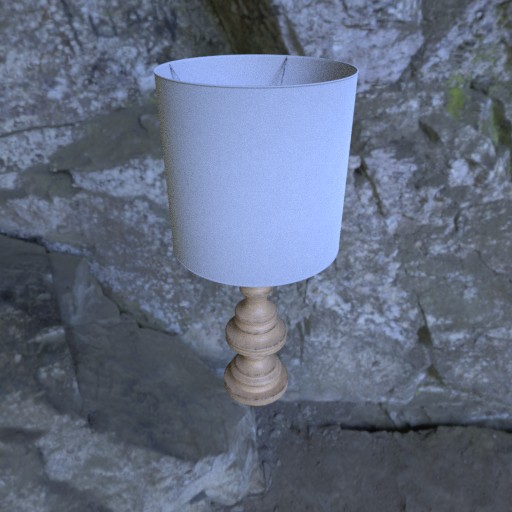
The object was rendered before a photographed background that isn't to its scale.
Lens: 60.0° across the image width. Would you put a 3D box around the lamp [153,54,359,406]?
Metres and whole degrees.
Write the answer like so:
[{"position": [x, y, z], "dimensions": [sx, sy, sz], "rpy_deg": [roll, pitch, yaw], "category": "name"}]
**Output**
[{"position": [0.000, 0.000, 0.576], "dimensions": [0.208, 0.455, 0.208], "rpy_deg": [1, 31, 1], "category": "lamp"}]
